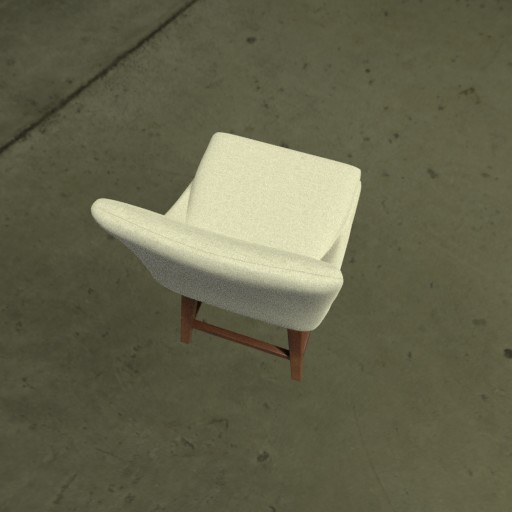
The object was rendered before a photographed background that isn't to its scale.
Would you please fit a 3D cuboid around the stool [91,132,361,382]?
[{"bbox_3d":[0.000,0.000,1.271,0.469,0.991,0.559,17,64,8],"label":"stool"}]
